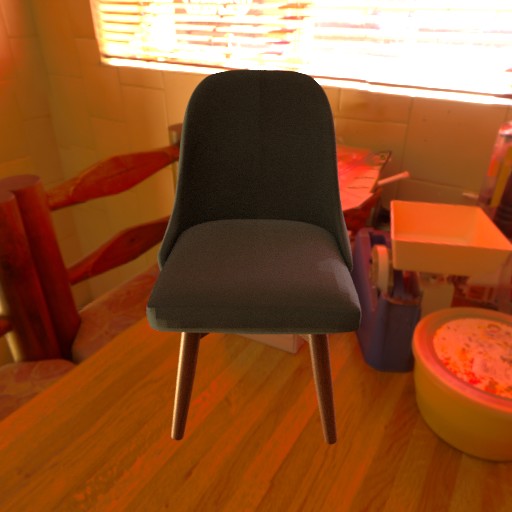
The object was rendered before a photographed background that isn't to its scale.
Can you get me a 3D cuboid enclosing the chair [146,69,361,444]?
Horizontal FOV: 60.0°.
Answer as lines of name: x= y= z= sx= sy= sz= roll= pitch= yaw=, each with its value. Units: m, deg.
chair: x=0.000 y=0.000 z=1.220 sx=0.503 sy=0.882 sz=0.589 roll=1 pitch=30 yaw=1
